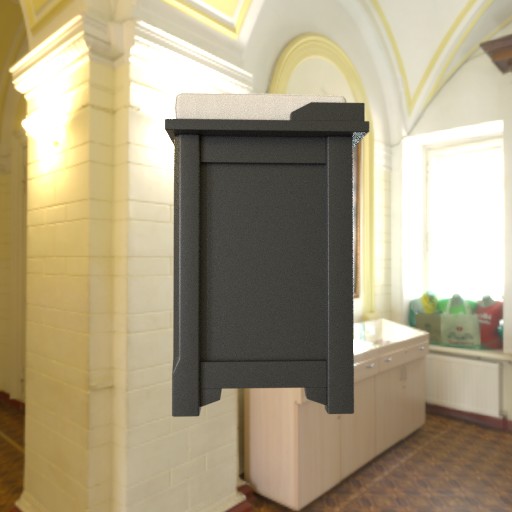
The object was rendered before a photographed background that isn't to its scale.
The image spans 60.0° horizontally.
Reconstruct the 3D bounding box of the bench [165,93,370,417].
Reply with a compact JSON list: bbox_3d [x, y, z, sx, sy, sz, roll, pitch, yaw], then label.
[{"bbox_3d":[0.000,0.000,1.225,0.345,0.561,0.973,0,-1,-2],"label":"bench"}]
